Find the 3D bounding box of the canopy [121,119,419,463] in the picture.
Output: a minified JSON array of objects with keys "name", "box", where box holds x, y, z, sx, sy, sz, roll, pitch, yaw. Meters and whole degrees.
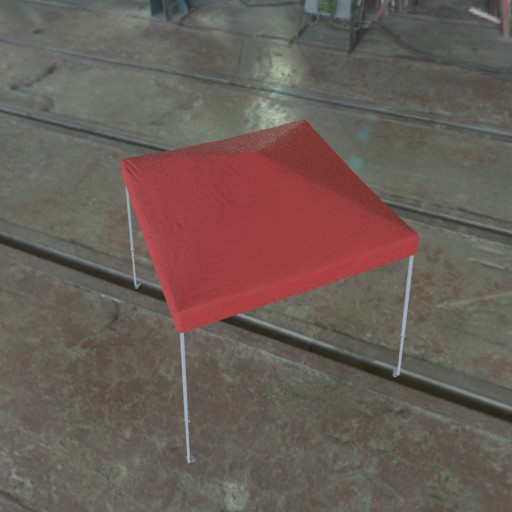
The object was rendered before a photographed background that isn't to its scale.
[{"name":"canopy","box":[0.000,0.000,6.623,3.599,3.600,3.600,-17,48,-16]}]
